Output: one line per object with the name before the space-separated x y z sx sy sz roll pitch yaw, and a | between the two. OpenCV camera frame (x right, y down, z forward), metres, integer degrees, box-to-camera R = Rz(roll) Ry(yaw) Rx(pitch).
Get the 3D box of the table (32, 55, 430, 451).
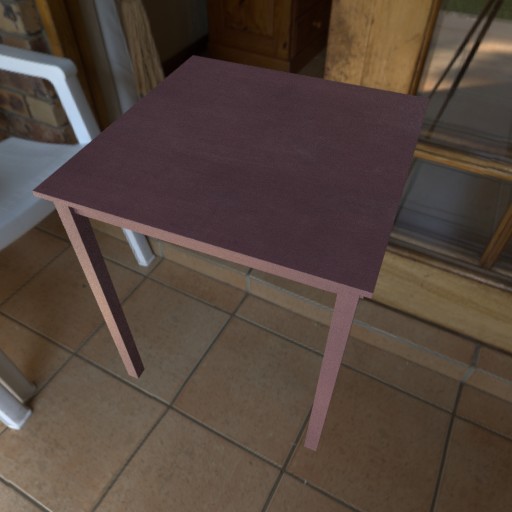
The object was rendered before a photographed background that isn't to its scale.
table | 0.000 0.000 1.635 0.861 0.991 0.861 17 49 15
